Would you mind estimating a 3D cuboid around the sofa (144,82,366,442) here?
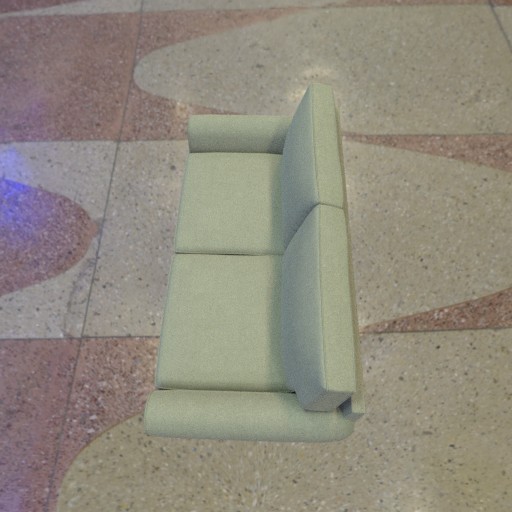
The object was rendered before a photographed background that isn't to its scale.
[{"bbox_3d":[0.000,0.000,2.262,0.861,0.933,1.774,2,60,1],"label":"sofa"}]
